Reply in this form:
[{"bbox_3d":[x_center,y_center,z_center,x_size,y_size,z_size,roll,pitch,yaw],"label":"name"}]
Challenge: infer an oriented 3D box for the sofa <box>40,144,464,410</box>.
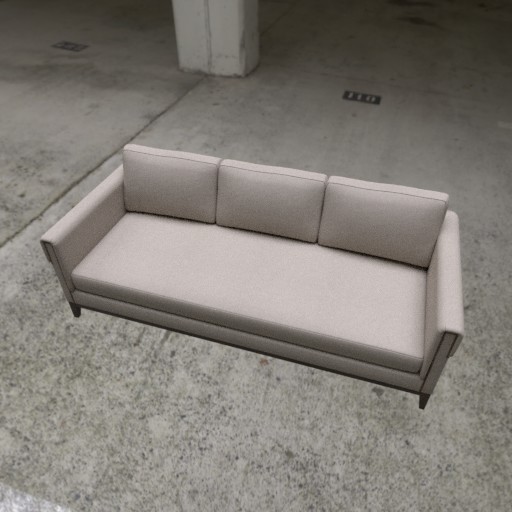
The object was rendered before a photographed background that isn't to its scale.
[{"bbox_3d":[0.000,0.000,2.662,2.210,0.838,0.959,12,42,13],"label":"sofa"}]
